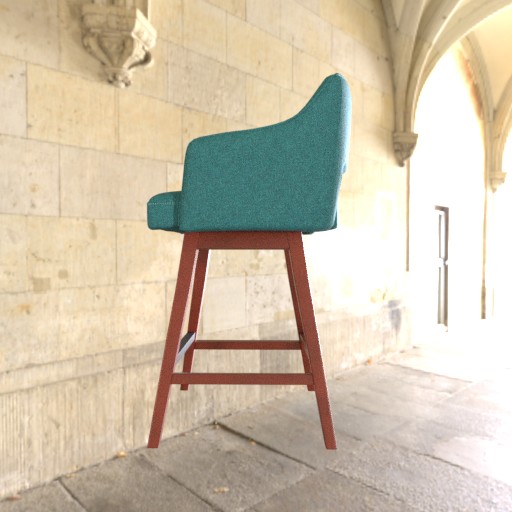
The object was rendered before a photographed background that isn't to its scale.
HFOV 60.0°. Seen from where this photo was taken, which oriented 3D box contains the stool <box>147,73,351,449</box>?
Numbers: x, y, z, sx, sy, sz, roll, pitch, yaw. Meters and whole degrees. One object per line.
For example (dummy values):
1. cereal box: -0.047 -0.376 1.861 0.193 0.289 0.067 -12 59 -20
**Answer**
1. stool: 0.000 0.000 1.338 0.556 0.961 0.548 0 1 1
